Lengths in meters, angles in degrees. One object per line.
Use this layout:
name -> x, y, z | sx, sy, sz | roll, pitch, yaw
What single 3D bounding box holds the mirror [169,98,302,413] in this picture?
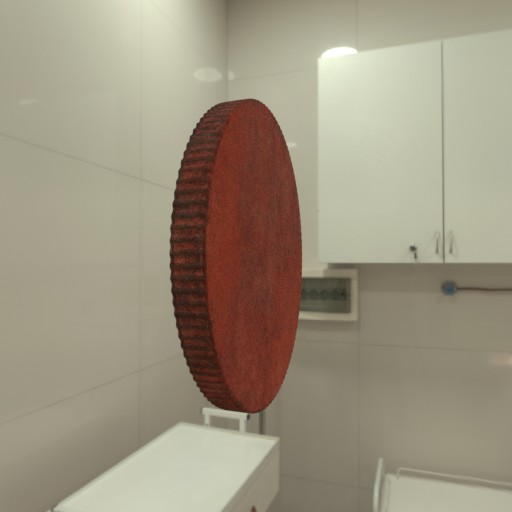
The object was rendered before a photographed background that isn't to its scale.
mirror -> 0.000, 0.000, 0.912 | 0.056, 0.609, 0.609 | 0, -1, 19
